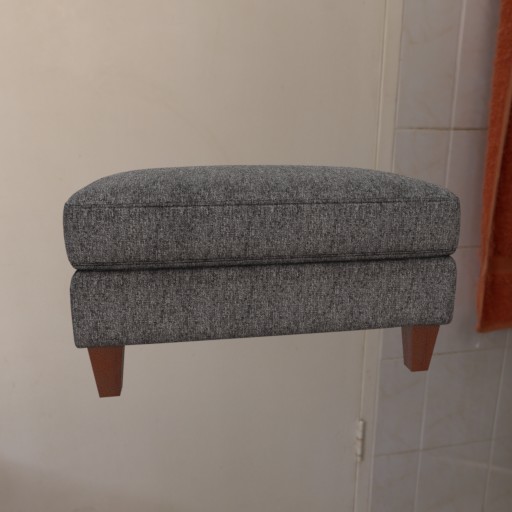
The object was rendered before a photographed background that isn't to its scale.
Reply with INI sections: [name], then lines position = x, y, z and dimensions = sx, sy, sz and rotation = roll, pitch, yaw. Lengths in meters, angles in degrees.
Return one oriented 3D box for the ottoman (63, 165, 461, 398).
[ottoman]
position = 0.000, 0.000, 1.208
dimensions = 0.864, 0.483, 0.584
rotation = -2, 14, -9
